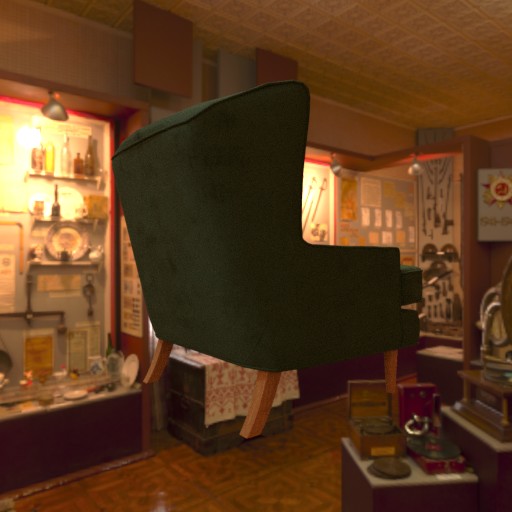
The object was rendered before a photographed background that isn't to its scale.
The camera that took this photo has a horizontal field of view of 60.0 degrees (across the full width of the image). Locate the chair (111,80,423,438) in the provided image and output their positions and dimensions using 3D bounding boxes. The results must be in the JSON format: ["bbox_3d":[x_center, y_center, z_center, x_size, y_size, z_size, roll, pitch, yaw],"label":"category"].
[{"bbox_3d":[0.000,0.000,1.588,0.910,0.952,0.793,0,0,-37],"label":"chair"}]
